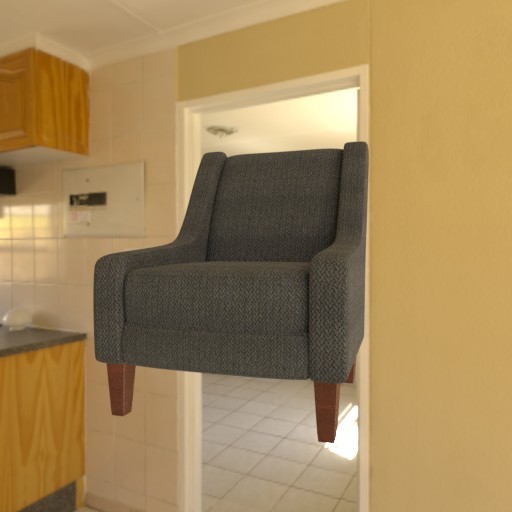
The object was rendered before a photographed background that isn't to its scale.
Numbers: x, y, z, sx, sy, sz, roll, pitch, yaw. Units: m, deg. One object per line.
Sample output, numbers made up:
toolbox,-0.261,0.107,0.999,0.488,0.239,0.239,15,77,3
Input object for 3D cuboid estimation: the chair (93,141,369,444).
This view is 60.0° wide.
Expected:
chair,0.000,0.000,1.699,0.793,1.012,0.944,0,1,17
